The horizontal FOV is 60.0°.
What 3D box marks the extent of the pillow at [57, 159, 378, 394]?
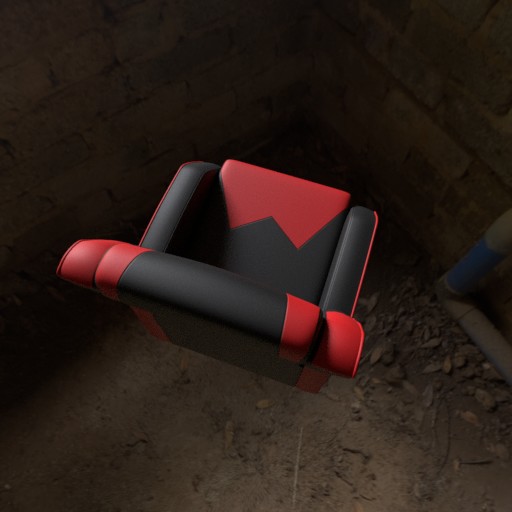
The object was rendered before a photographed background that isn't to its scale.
[{"bbox_3d":[0.000,0.000,1.285,0.620,0.805,0.672,18,65,8],"label":"pillow"}]
